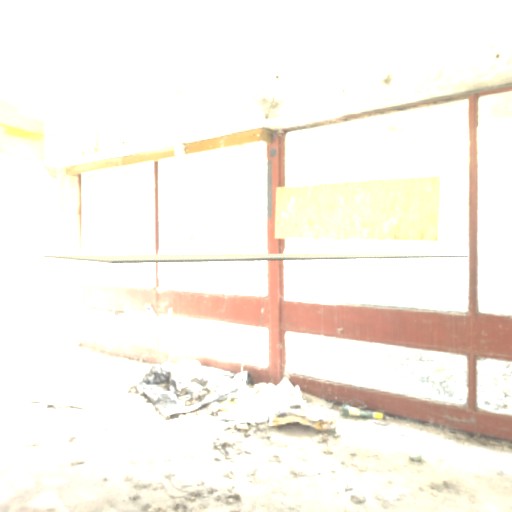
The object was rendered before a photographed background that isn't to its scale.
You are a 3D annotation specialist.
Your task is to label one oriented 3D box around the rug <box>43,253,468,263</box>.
[{"bbox_3d":[0.000,0.000,2.293,1.835,0.012,1.231,-1,1,-34],"label":"rug"}]
